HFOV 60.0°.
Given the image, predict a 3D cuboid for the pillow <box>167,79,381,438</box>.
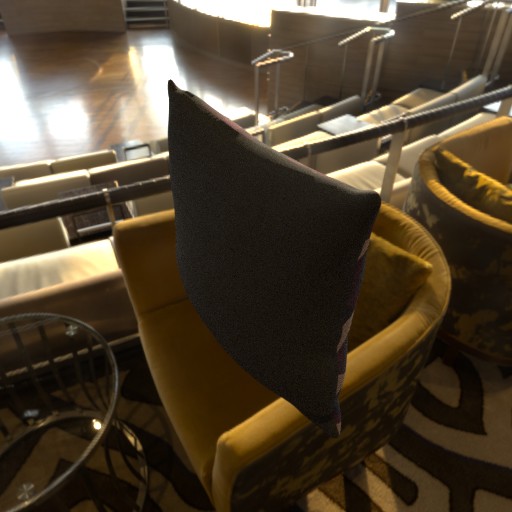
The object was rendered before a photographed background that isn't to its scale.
[{"bbox_3d":[0.000,0.000,0.778,0.208,0.496,0.503,-25,46,-27],"label":"pillow"}]
